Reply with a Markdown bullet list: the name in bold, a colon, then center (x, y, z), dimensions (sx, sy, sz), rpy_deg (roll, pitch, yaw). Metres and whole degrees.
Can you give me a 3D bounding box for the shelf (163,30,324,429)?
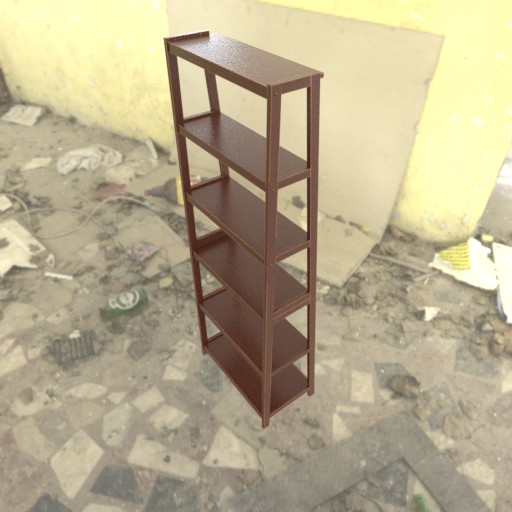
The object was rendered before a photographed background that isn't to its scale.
- **shelf**: center (0.000, 0.000, 2.157), dimensions (0.381, 1.892, 0.660), rpy_deg (-26, 46, -27)
